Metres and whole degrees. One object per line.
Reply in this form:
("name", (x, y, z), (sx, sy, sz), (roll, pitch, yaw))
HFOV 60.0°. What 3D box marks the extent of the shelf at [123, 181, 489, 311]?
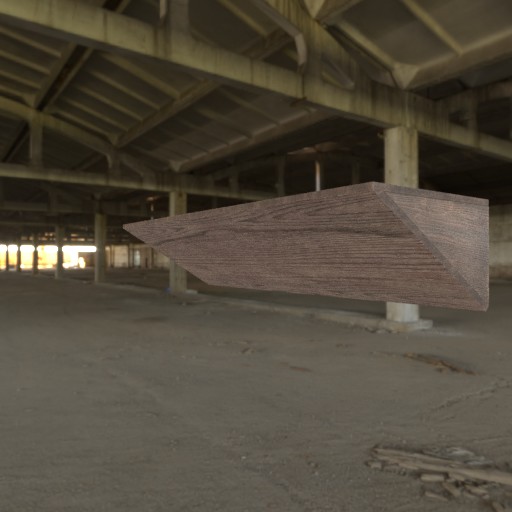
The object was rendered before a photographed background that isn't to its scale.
("shelf", (0.000, 0.000, 0.684), (0.200, 0.125, 0.610), (0, 0, -36))
